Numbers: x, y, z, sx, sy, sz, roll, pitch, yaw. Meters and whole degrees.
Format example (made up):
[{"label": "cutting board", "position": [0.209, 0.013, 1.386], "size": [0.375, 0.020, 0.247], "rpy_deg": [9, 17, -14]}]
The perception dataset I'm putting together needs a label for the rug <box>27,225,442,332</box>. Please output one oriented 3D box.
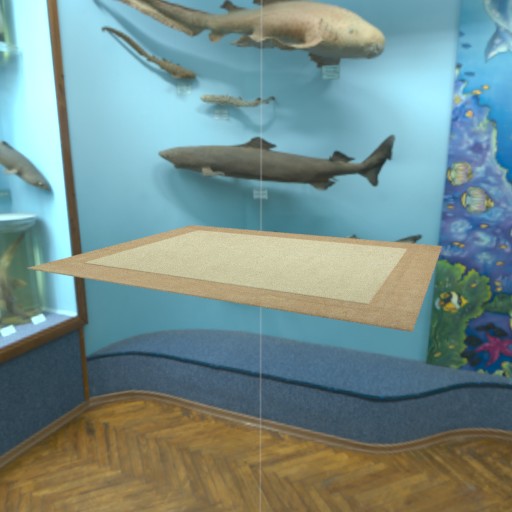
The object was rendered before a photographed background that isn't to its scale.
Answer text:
[{"label": "rug", "position": [0.000, 0.000, 4.104], "size": [3.048, 0.014, 2.438], "rpy_deg": [6, 15, 25]}]
